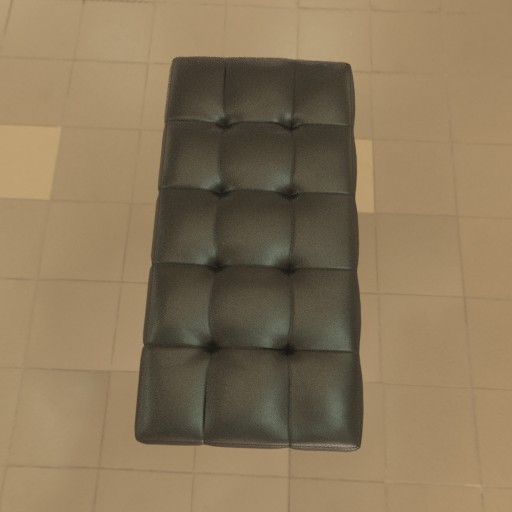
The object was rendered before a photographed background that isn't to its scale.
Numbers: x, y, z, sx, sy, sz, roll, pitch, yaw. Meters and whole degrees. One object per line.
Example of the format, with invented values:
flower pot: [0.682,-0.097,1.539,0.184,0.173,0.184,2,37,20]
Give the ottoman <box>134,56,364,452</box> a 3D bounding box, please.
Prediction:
ottoman: [0.000,0.000,1.106,0.432,0.470,0.838,2,75,1]
